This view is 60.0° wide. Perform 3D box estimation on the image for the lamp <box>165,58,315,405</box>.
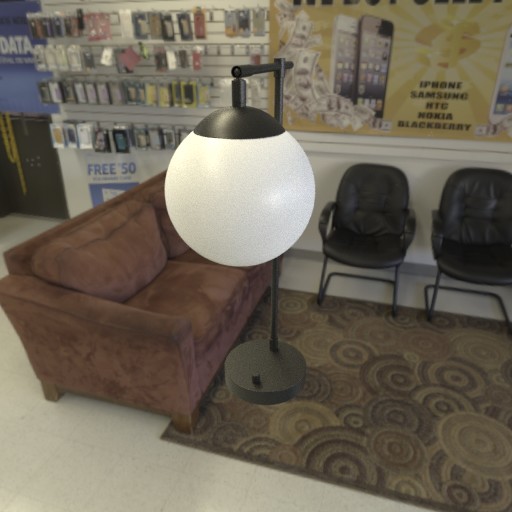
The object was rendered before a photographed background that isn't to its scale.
[{"bbox_3d":[0.000,0.000,0.691,0.197,0.559,0.316,9,27,18],"label":"lamp"}]
